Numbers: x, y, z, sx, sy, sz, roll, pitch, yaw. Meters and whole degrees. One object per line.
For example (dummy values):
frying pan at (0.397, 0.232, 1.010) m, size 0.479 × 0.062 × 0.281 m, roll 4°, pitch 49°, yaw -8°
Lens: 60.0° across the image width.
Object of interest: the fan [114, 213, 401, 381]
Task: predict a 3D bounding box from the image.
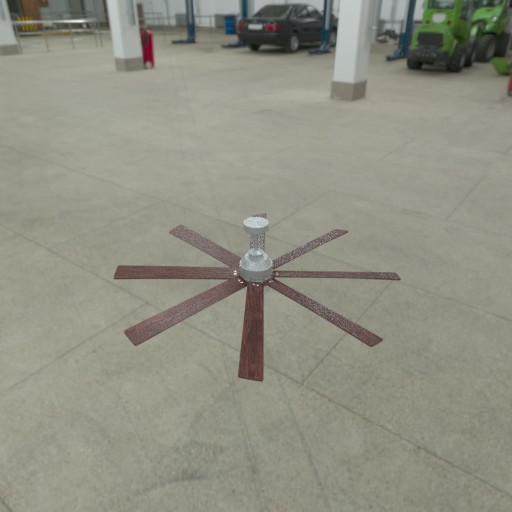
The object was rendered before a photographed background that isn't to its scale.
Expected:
fan at (0.000, 0.000, 2.797) m, size 1.830 × 0.472 × 1.830 m, roll 1°, pitch 30°, yaw 1°
